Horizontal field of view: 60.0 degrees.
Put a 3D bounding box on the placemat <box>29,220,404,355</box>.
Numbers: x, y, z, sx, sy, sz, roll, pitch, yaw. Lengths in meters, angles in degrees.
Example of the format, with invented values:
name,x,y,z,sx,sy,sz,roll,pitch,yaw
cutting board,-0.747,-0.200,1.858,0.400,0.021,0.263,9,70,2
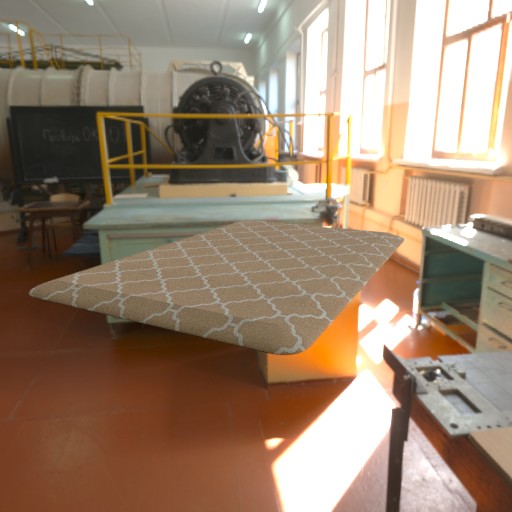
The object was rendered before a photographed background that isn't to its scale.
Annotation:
name,x,y,z,sx,sy,sz,roll,pitch,yaw
placemat,0.000,0.000,0.961,0.508,0.021,0.762,7,16,26
